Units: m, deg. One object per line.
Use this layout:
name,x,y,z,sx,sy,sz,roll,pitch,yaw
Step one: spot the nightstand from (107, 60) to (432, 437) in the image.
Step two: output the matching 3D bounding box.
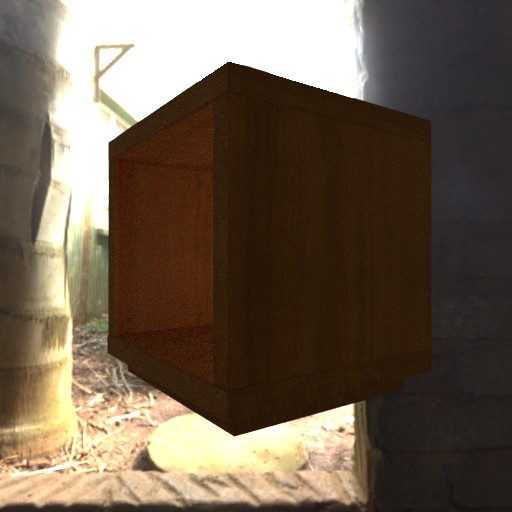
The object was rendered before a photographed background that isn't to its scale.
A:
nightstand,0.000,0.000,0.878,0.436,0.491,0.493,0,0,-35
